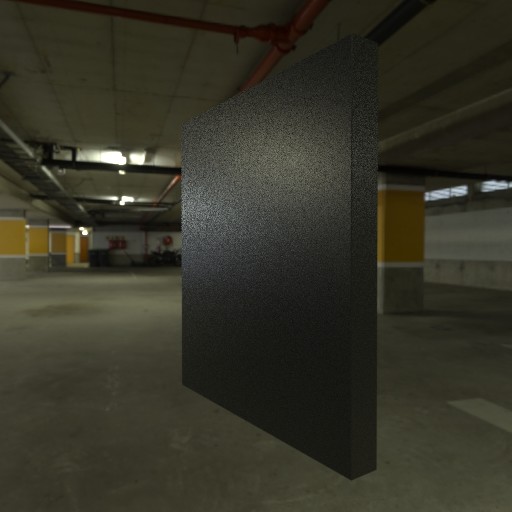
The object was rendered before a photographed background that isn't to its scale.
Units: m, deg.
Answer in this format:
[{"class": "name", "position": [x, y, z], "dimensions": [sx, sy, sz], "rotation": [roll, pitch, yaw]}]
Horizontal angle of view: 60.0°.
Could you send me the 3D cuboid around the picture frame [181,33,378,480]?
[{"class": "picture frame", "position": [0.000, 0.000, 0.518], "dimensions": [0.034, 0.378, 0.328], "rotation": [-1, 1, -35]}]
